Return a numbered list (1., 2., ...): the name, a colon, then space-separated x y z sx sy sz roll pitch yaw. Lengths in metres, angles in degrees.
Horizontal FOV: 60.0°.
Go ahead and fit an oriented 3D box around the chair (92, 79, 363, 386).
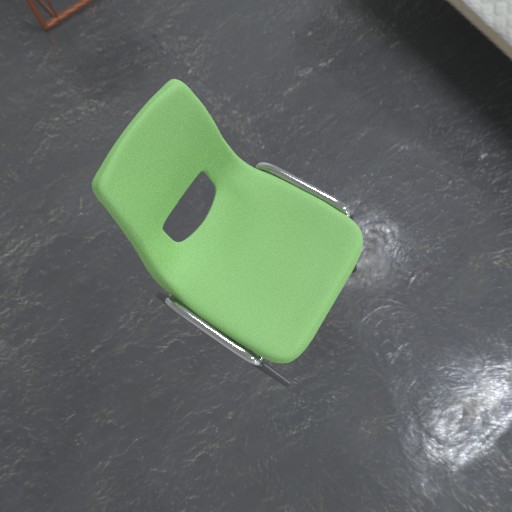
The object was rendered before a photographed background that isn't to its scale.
1. chair: 0.000 0.000 0.919 0.436 0.653 0.381 31 78 7
